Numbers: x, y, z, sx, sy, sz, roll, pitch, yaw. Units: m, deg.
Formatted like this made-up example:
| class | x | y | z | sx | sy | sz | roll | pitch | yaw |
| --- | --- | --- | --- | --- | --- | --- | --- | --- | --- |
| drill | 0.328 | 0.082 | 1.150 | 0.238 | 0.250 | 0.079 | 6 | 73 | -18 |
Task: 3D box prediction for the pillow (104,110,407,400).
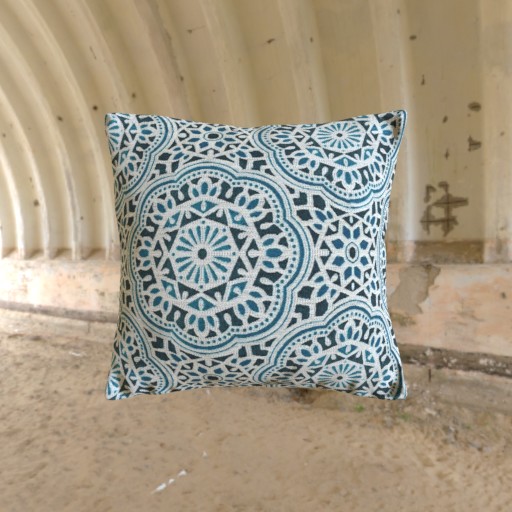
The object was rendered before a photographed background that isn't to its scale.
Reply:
| class | x | y | z | sx | sy | sz | roll | pitch | yaw |
| --- | --- | --- | --- | --- | --- | --- | --- | --- | --- |
| pillow | 0.000 | 0.000 | 0.641 | 0.440 | 0.420 | 0.145 | 0 | 1 | 0 |
